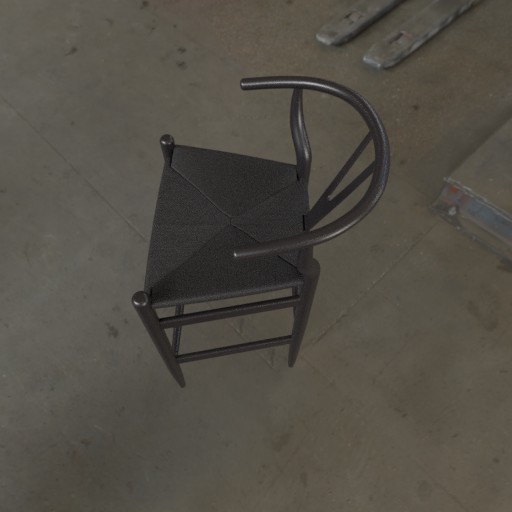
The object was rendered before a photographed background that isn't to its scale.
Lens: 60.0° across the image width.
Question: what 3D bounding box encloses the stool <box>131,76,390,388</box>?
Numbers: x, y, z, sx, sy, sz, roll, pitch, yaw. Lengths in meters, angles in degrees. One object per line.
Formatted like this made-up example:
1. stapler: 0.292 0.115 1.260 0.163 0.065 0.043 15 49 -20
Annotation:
1. stool: 0.000 0.000 1.368 0.579 0.970 0.569 1 58 0
